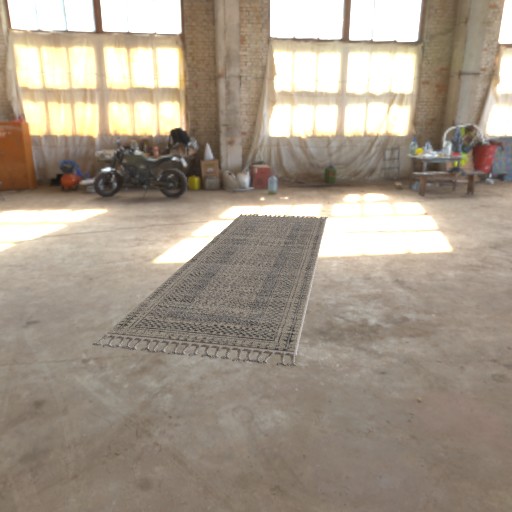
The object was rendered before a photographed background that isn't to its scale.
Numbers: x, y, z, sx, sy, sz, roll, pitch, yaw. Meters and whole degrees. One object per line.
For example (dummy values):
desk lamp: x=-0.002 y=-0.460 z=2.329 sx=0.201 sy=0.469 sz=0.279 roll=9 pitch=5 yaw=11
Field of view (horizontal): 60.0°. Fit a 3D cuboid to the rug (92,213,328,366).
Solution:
rug: x=0.000 y=0.000 z=2.759 sx=0.786 sy=0.013 sz=2.480 roll=3 pitch=18 yaw=11
